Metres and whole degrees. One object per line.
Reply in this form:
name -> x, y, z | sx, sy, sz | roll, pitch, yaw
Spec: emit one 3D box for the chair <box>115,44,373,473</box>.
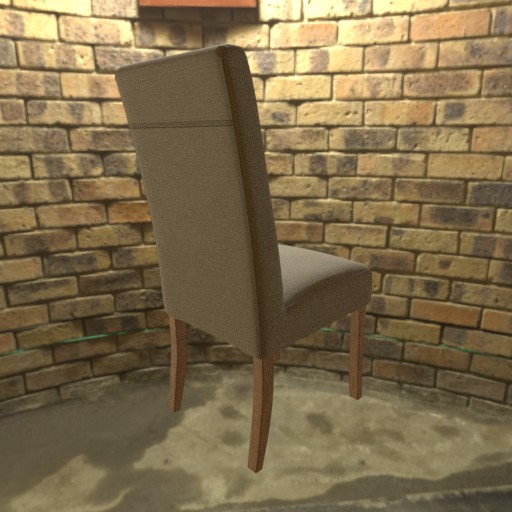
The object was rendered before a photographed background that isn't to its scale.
chair -> 0.000, 0.000, 1.314 | 0.611, 1.033, 0.450 | -14, 21, -43
